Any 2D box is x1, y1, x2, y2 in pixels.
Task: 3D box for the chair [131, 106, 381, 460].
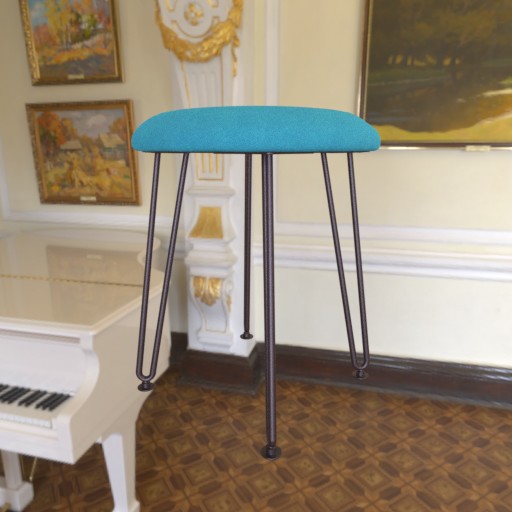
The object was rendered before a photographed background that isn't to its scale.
[{"bbox_3d":[0.000,0.000,0.686,0.350,0.430,0.350,7,15,26],"label":"chair"}]
